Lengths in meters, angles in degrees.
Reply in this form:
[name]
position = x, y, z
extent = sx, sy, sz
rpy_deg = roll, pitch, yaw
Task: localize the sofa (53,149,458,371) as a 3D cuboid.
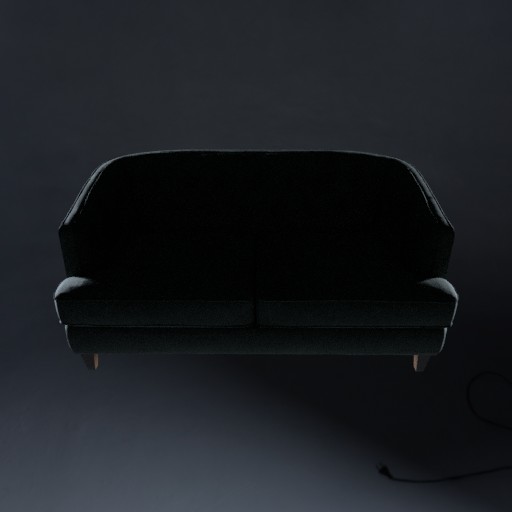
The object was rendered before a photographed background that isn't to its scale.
[sofa]
position = 0.000, 0.000, 2.255
extent = 1.733, 0.855, 0.941
rpy_deg = 0, 29, 0
